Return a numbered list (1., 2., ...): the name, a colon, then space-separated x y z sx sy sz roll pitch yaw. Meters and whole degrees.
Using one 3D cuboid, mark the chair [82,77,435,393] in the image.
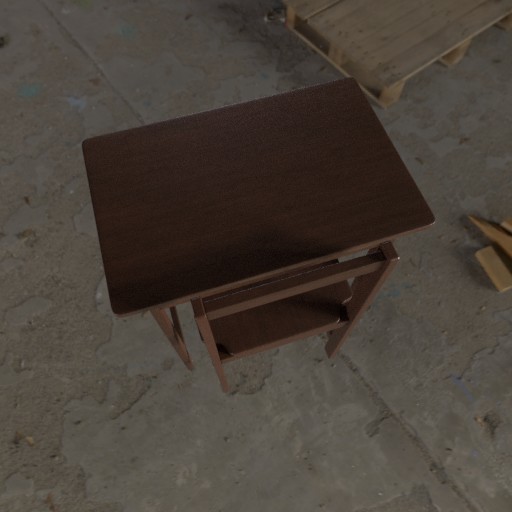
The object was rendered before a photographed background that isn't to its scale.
1. chair: 0.000 0.000 1.082 0.599 0.673 0.463 -16 65 -8
